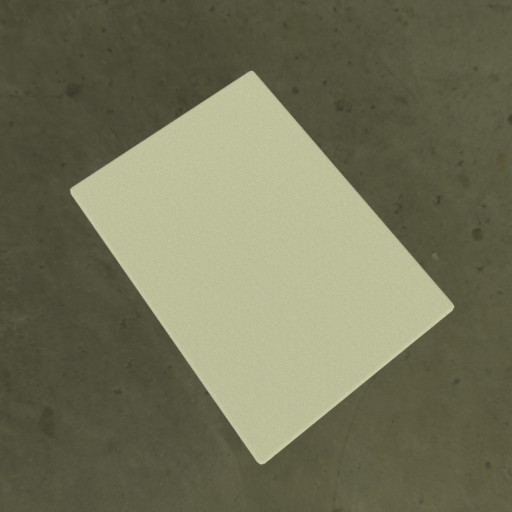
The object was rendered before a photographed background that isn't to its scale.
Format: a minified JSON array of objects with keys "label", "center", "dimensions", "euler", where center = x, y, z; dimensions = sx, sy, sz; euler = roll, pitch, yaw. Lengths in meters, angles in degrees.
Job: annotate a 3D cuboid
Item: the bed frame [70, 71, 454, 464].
[{"label":"bed frame","center":[0.000,0.000,3.815],"dimensions":[2.205,0.680,2.842],"euler":[-29,78,-7]}]
